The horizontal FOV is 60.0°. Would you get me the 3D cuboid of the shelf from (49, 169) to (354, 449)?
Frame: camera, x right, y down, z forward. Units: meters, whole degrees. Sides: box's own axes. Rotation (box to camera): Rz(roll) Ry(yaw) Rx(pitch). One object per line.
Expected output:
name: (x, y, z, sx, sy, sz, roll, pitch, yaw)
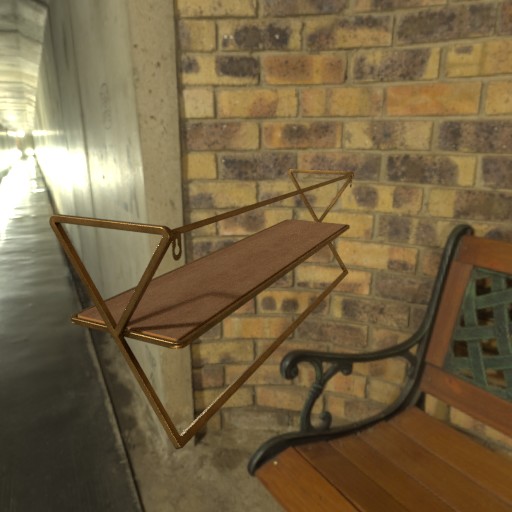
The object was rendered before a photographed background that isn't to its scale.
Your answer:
shelf: (0.000, 0.000, 0.724, 0.150, 0.229, 0.645, 8, 17, 25)
